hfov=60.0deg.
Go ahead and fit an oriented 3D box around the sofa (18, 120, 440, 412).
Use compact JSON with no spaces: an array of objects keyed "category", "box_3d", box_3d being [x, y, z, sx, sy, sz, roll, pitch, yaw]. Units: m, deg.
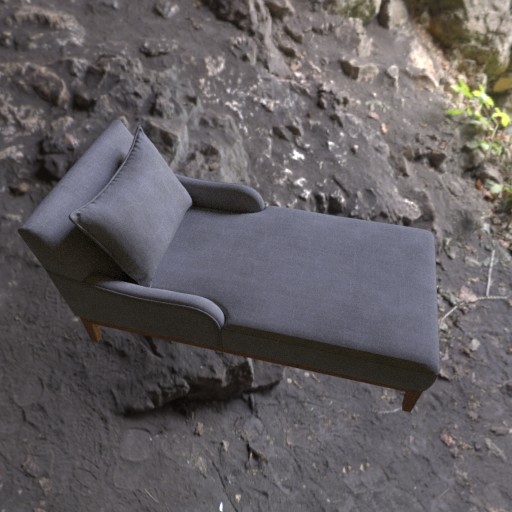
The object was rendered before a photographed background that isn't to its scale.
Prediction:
[{"category":"sofa","box_3d":[0.000,0.000,2.216,1.779,0.859,0.894,10,48,9]}]
